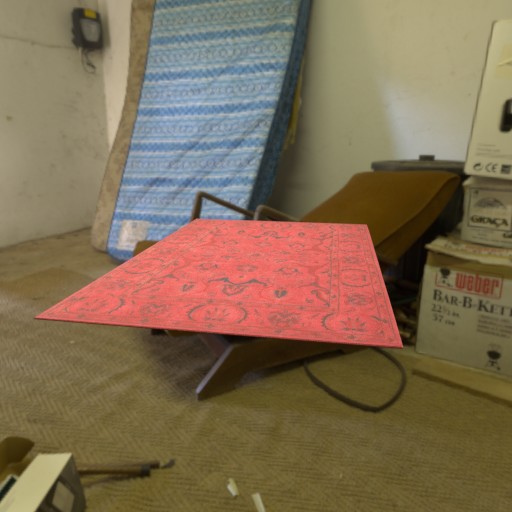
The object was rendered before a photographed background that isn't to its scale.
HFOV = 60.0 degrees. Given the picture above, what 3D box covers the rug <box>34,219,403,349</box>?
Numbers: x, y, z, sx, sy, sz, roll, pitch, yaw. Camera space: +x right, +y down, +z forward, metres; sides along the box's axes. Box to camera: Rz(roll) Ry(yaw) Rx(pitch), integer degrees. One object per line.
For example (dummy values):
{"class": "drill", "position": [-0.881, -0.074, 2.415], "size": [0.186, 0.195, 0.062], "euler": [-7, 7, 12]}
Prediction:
{"class": "rug", "position": [0.000, 0.000, 2.262], "size": [1.209, 0.008, 1.814], "euler": [3, 16, 10]}
